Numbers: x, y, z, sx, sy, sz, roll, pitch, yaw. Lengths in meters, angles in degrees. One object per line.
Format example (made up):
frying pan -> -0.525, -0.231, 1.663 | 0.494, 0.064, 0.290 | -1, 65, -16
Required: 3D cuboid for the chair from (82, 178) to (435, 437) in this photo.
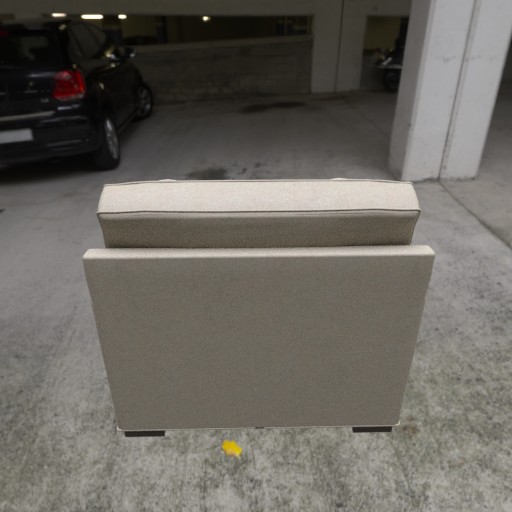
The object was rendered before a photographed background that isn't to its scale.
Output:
chair -> 0.000, 0.000, 1.813 | 0.998, 0.913, 1.043 | -1, 29, -1
